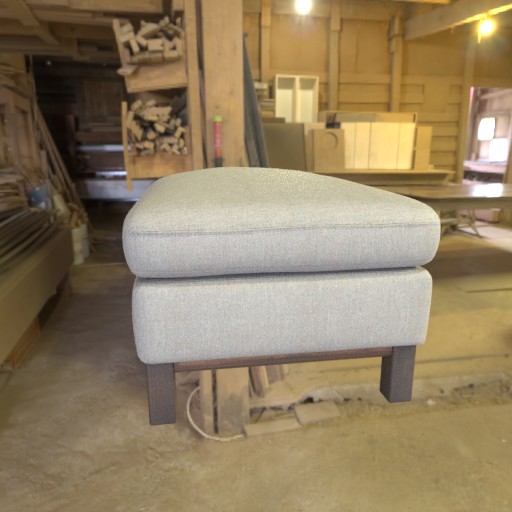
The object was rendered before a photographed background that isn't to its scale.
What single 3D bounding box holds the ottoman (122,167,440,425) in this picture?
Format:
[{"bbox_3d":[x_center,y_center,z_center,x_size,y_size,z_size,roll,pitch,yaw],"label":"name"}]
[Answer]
[{"bbox_3d":[0.000,0.000,1.046,0.528,0.404,0.735,-2,14,-9],"label":"ottoman"}]
